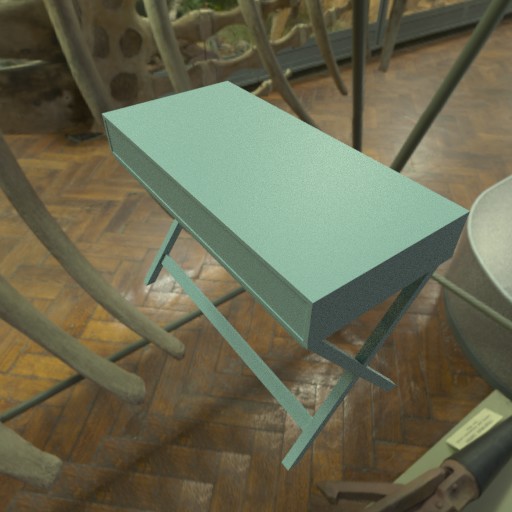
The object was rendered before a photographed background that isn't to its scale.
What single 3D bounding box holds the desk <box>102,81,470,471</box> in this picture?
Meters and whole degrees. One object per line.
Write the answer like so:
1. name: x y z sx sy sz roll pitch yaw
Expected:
1. desk: 0.000 0.000 1.533 0.509 0.780 1.059 -26 48 -26
